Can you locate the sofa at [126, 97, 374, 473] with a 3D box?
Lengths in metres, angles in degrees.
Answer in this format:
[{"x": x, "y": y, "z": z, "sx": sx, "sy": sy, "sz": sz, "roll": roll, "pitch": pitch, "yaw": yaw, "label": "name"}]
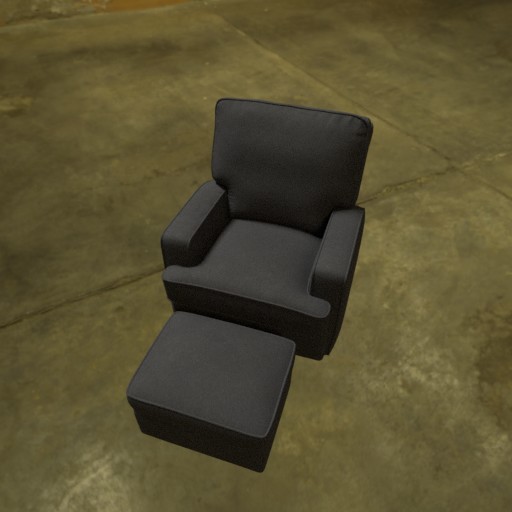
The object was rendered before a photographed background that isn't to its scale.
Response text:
[{"x": 0.000, "y": 0.000, "z": 1.982, "sx": 0.861, "sy": 0.959, "sz": 1.472, "roll": 12, "pitch": 43, "yaw": 13, "label": "sofa"}]
